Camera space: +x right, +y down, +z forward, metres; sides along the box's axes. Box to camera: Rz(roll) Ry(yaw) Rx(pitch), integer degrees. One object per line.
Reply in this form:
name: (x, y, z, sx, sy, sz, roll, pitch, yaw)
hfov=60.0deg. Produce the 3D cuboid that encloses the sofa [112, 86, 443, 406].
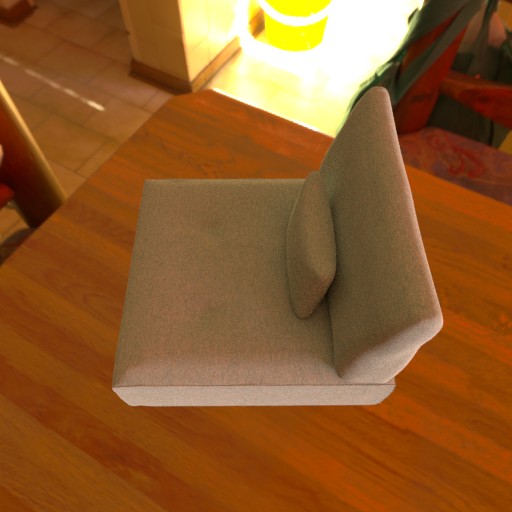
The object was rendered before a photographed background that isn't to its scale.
sofa: (0.000, 0.000, 1.666, 1.000, 0.820, 0.930, 0, 59, 0)
